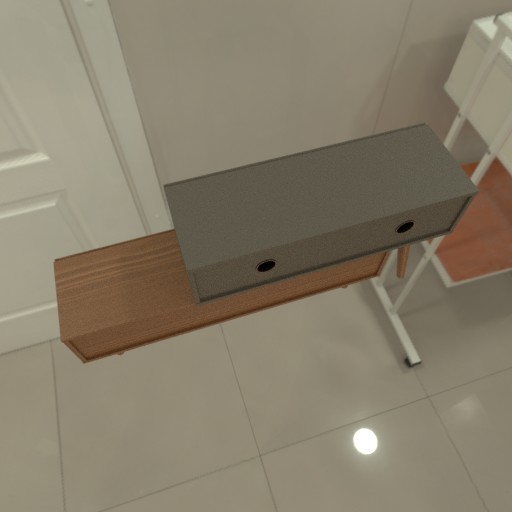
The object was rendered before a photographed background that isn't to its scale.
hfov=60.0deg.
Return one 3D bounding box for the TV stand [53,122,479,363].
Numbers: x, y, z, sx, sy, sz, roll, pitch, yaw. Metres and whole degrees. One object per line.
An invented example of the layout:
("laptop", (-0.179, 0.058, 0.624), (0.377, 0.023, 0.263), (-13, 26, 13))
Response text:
("TV stand", (0.000, 0.000, 1.583), (1.336, 0.591, 0.329), (-15, 59, -9))
